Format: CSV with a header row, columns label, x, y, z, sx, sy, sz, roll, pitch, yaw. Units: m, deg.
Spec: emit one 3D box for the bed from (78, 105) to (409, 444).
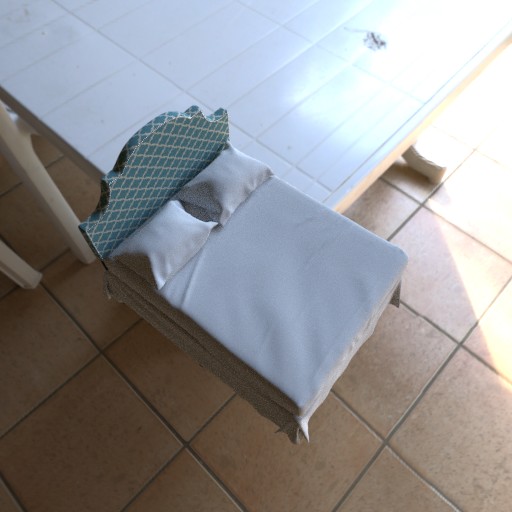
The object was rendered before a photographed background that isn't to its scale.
label,x,y,z,sx,sy,sz,roll,pitch,yaw
bed,0.000,0.000,3.510,2.222,1.633,1.780,34,65,18
